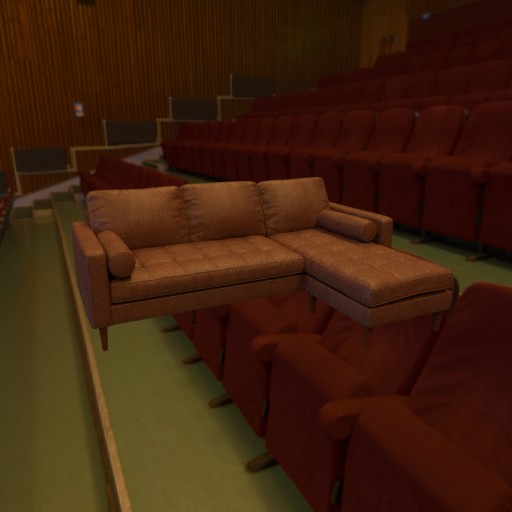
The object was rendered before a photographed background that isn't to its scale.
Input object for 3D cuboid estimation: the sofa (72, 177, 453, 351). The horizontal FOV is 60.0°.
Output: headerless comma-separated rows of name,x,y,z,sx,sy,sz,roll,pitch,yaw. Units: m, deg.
sofa,0.000,0.000,2.970,2.185,0.841,1.613,-8,18,-25
